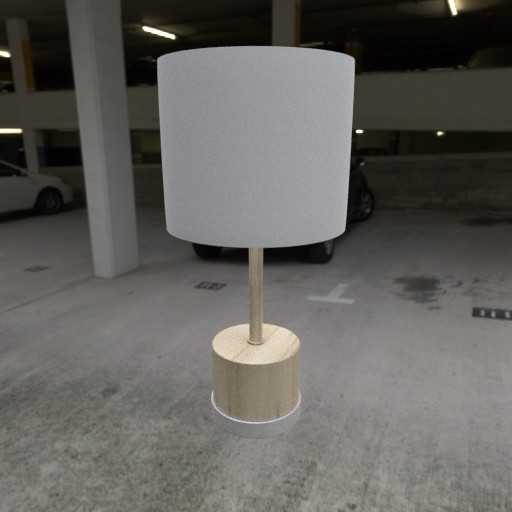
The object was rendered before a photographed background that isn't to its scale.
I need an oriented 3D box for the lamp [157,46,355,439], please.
[{"bbox_3d":[0.000,0.000,0.585,0.229,0.470,0.229,8,18,25],"label":"lamp"}]
